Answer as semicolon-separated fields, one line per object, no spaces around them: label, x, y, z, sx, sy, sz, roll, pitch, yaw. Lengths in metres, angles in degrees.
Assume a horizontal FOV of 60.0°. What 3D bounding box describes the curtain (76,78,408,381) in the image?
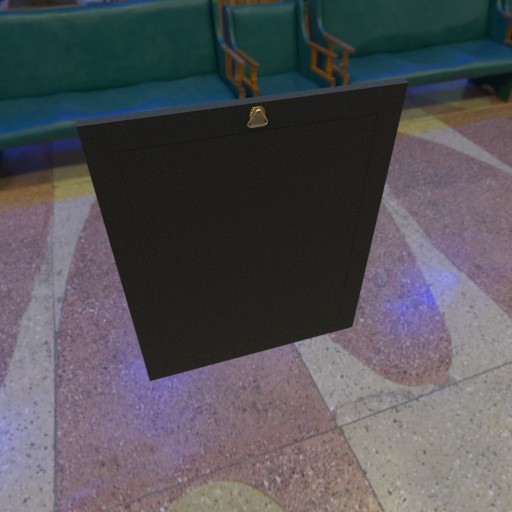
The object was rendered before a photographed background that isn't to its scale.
curtain;0.000;0.000;0.817;0.483;0.585;0.027;-12;43;-13
